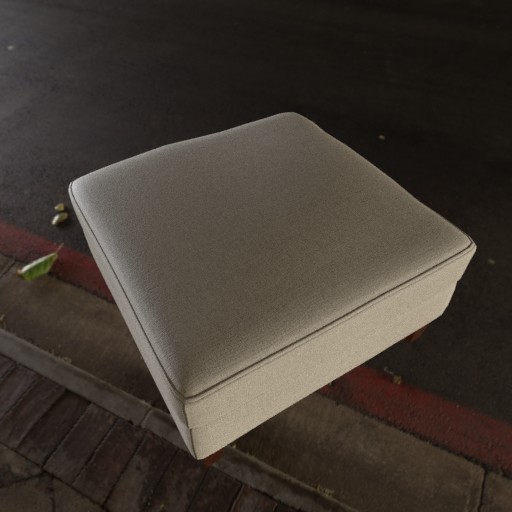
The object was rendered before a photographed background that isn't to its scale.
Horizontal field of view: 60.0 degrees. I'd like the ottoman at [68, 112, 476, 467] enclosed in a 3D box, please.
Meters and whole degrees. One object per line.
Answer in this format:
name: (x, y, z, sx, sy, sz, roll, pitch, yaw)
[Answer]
ottoman: (0.000, 0.000, 1.337, 0.838, 0.478, 0.838, -24, 51, -21)
